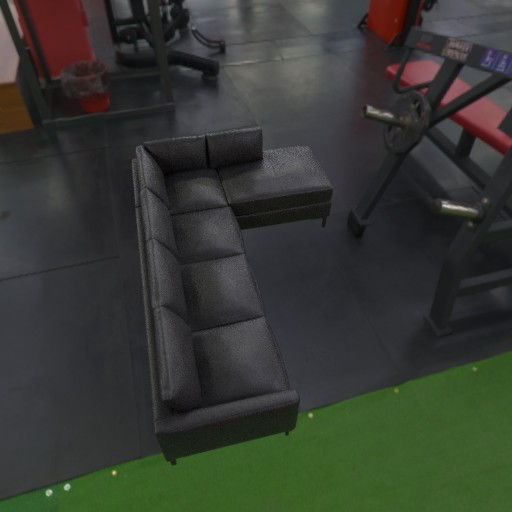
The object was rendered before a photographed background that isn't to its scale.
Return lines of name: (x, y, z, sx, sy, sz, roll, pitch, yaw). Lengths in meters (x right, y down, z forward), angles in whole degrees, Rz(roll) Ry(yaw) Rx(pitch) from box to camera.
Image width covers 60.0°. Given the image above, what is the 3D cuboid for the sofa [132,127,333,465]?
sofa: (0.000, 0.000, 3.894, 1.938, 0.877, 2.984, -10, 47, -10)
